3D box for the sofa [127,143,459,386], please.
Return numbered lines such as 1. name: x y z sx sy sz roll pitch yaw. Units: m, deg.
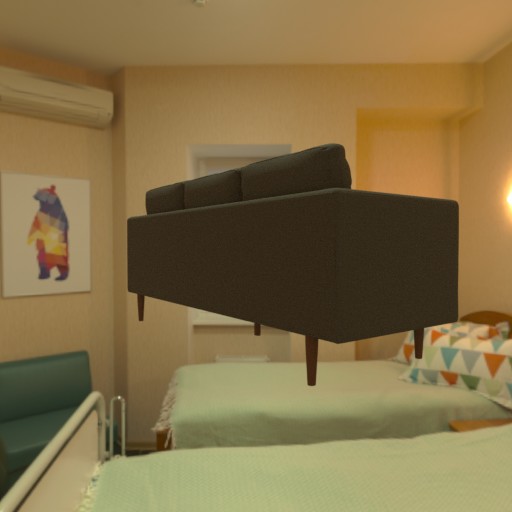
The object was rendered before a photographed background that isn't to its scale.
1. sofa: 0.000 0.000 2.534 0.802 0.912 2.029 -1 2 -36
